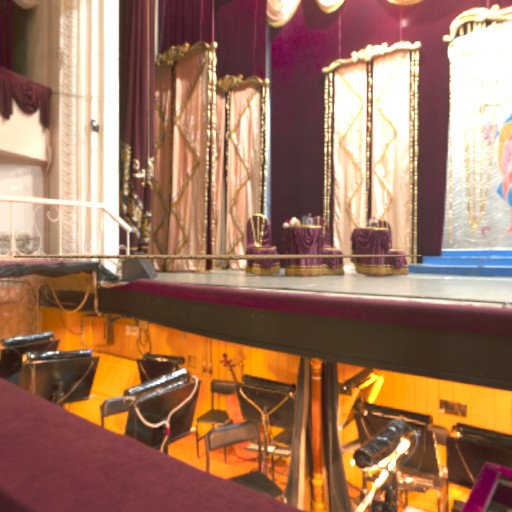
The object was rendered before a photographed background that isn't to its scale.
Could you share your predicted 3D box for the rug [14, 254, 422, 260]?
[{"bbox_3d":[0.000,0.000,2.971,1.517,0.011,2.435,0,0,35],"label":"rug"}]
